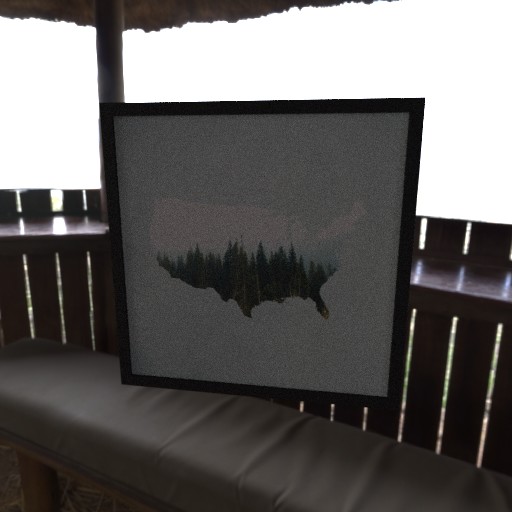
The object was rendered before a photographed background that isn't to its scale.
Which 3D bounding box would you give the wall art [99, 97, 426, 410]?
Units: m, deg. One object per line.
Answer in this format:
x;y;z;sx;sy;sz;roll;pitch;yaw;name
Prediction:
0.000;0.000;0.461;0.304;0.304;0.038;2;14;9;wall art
